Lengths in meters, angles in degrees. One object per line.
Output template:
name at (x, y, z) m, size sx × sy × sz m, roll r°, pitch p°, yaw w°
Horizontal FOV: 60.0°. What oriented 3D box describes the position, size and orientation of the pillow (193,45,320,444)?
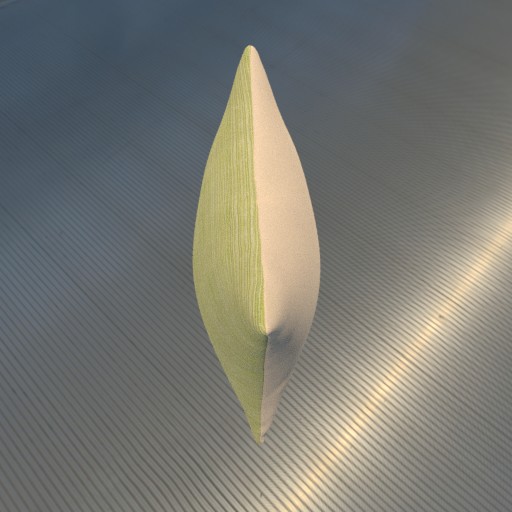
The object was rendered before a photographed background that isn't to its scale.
pillow at (0.000, 0.000, 0.808) m, size 0.229 × 0.487 × 0.560 m, roll -2°, pitch 57°, yaw -1°
